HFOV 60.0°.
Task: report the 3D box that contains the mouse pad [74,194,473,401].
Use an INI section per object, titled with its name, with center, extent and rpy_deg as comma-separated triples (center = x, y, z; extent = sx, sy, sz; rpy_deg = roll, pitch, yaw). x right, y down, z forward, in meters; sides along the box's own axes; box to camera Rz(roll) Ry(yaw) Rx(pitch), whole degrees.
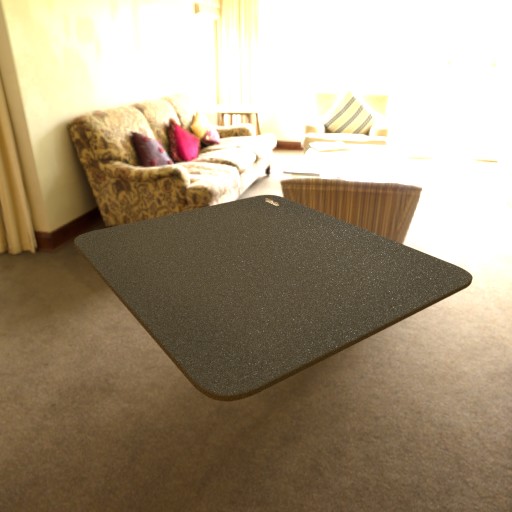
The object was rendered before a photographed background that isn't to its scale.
[mouse pad]
center = 0.000, 0.000, 0.321
extent = 0.203, 0.003, 0.229
rpy_deg = -17, 30, -32
